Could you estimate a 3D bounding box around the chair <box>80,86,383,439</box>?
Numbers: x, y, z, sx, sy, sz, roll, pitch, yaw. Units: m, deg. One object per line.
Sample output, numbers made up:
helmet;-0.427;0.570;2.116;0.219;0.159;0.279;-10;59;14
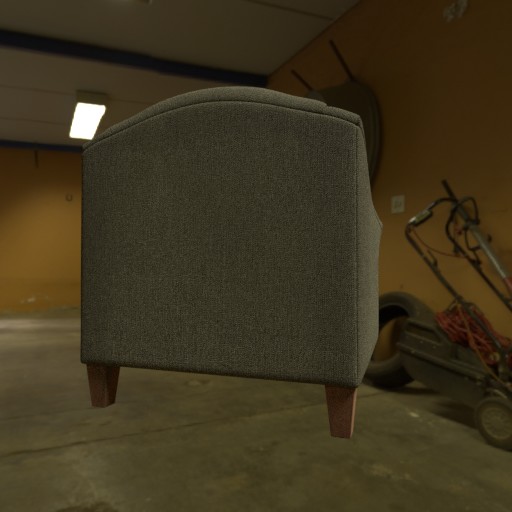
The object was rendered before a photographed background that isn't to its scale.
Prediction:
chair;0.000;0.000;1.447;0.763;0.839;0.787;0;-1;19
